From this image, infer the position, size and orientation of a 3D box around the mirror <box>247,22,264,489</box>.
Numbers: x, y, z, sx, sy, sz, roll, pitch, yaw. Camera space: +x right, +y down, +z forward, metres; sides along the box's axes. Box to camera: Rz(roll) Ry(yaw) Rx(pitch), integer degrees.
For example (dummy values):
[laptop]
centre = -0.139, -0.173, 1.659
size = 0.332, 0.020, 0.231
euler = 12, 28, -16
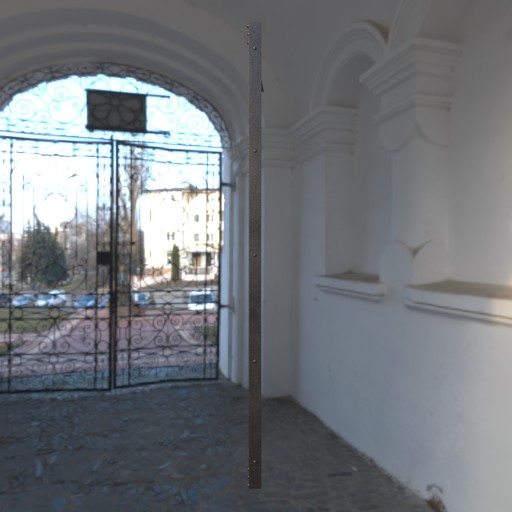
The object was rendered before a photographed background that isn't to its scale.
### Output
[mirror]
centre = 0.000, 0.000, 1.195
size = 0.042, 1.080, 0.354
euler = 0, 1, 0
